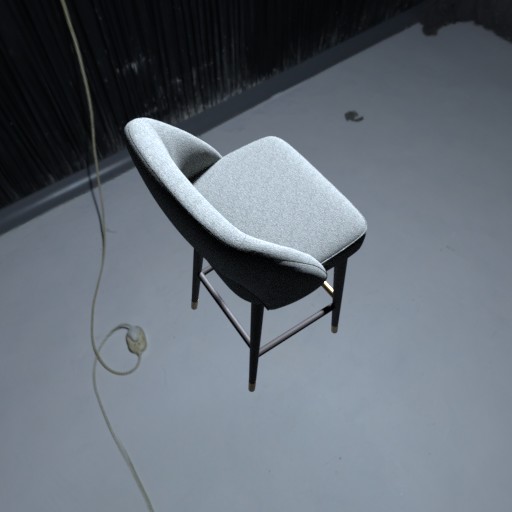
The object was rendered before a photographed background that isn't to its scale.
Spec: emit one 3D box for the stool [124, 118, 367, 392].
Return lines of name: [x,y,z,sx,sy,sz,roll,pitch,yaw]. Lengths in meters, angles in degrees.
stool: [0.000,0.000,1.424,0.524,1.089,0.536,-31,63,-18]
